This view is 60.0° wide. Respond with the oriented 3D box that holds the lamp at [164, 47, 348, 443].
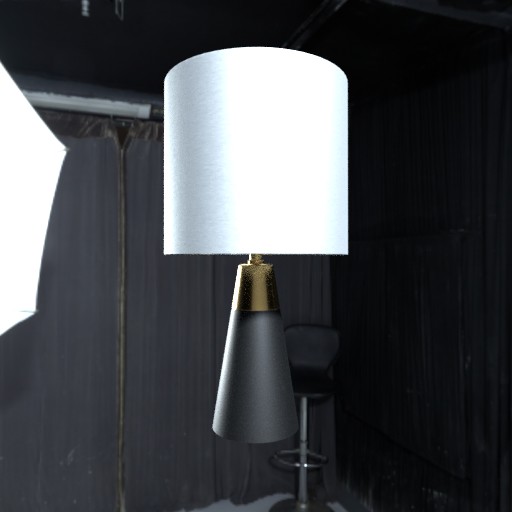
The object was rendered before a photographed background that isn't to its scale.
[{"bbox_3d":[0.000,0.000,0.758,0.308,0.580,0.308,0,0,-20],"label":"lamp"}]
